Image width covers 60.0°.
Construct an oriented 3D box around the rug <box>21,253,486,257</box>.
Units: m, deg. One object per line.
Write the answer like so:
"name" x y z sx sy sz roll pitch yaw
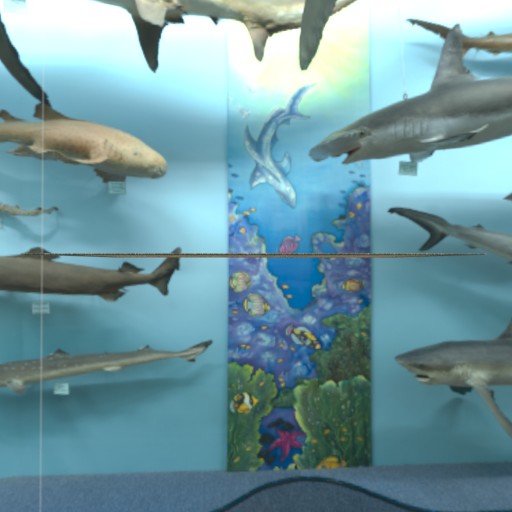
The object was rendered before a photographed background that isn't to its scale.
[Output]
"rug" 0.000 0.000 3.030 2.435 0.006 1.521 0 -1 -1
